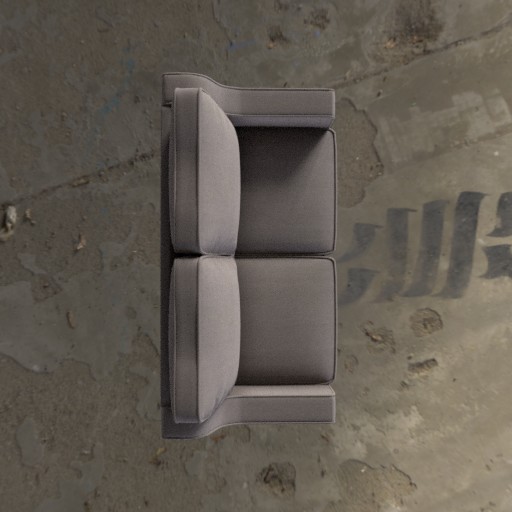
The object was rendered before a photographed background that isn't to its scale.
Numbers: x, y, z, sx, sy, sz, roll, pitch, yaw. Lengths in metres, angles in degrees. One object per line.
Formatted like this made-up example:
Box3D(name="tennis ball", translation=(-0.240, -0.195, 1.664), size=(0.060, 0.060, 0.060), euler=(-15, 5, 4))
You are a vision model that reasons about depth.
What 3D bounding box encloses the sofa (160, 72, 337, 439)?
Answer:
Box3D(name="sofa", translation=(0.000, 0.000, 2.073), size=(0.791, 0.948, 1.500), euler=(0, 90, -1))
